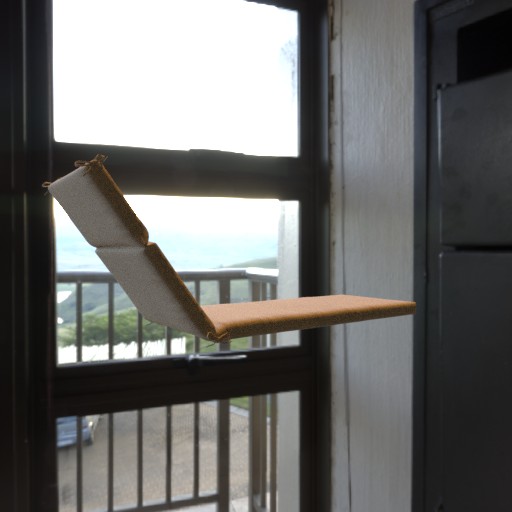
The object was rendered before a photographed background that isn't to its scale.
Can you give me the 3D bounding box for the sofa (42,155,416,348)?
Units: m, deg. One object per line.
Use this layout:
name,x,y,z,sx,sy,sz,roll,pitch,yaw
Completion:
sofa,0.000,0.000,1.976,1.663,0.622,0.582,0,1,-36
